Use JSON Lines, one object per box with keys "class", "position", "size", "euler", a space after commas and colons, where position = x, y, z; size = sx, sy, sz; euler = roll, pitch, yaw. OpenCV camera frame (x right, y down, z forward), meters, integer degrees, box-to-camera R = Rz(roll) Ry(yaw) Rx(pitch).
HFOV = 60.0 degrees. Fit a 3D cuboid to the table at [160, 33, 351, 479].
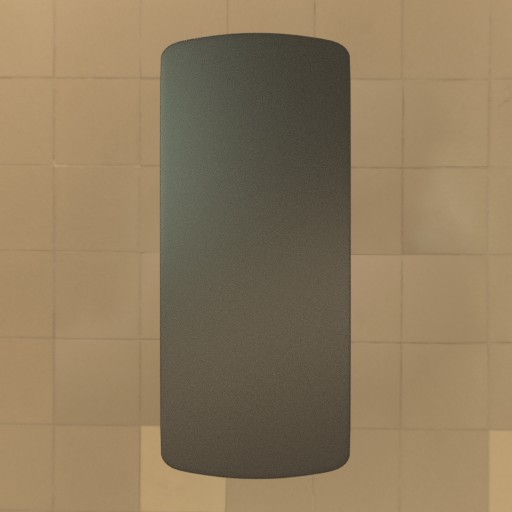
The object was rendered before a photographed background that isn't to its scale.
{"class": "table", "position": [0.000, 0.000, 1.549], "size": [0.571, 0.457, 1.333], "euler": [0, 90, 1]}
